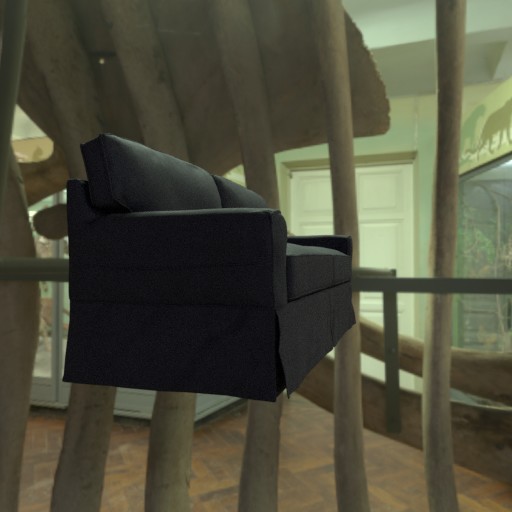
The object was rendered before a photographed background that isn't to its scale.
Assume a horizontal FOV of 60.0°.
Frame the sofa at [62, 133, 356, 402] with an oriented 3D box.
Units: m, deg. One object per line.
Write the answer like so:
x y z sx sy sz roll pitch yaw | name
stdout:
0.000 0.000 2.758 0.983 1.094 2.256 0 0 20 | sofa
